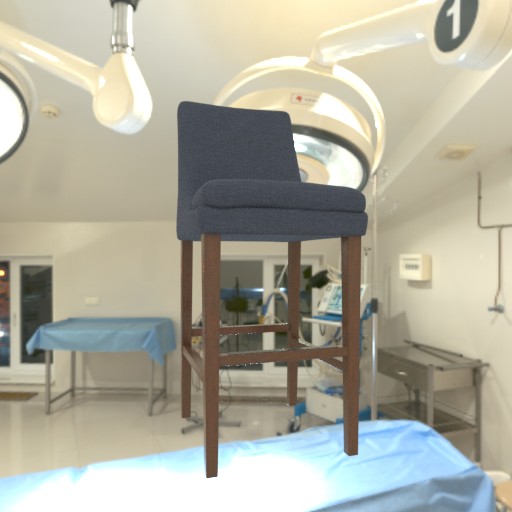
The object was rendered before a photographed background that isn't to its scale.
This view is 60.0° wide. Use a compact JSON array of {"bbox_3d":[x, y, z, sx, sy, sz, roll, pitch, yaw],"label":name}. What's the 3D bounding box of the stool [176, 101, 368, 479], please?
[{"bbox_3d":[0.000,0.000,1.378,0.470,1.078,0.577,0,0,-18],"label":"stool"}]
